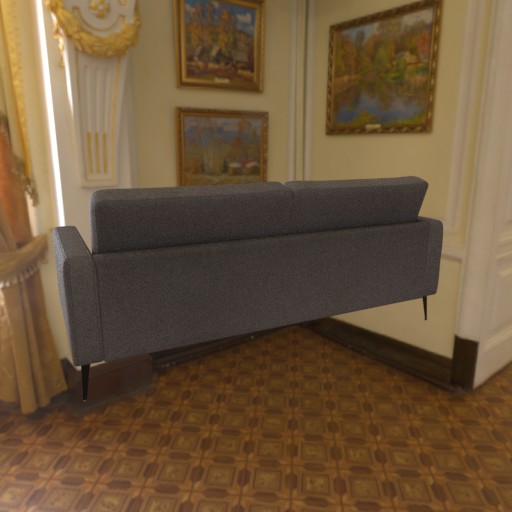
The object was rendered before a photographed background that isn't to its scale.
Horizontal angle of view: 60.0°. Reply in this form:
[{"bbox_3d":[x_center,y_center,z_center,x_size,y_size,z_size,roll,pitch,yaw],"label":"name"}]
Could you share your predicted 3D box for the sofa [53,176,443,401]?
[{"bbox_3d":[0.000,0.000,2.361,1.925,0.828,0.774,-7,16,-26],"label":"sofa"}]
